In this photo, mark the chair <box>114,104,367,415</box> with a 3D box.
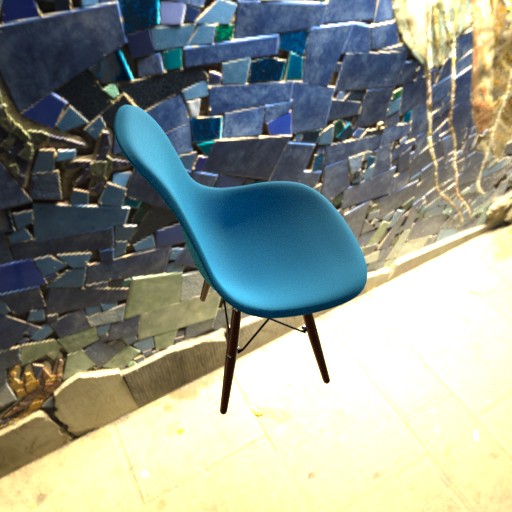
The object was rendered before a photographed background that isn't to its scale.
[{"bbox_3d":[0.000,0.000,1.151,0.533,0.826,0.470,-11,48,-10],"label":"chair"}]
